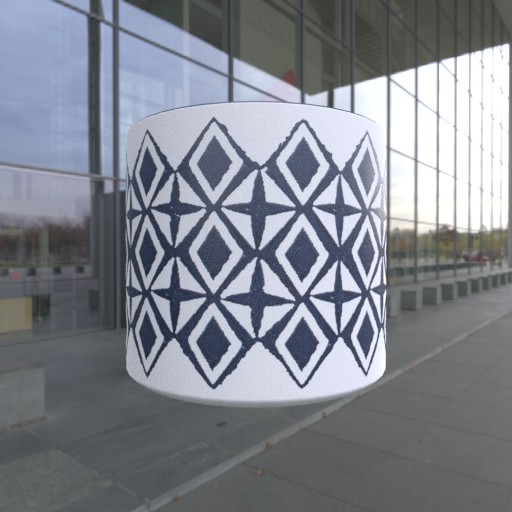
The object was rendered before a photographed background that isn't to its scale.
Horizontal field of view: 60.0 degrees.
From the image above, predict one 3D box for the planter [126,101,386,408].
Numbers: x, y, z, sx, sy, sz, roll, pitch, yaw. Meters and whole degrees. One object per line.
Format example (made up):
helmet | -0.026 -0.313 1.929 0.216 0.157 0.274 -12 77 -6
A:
planter | 0.000 0.000 0.397 0.224 0.203 0.224 0 0 0
